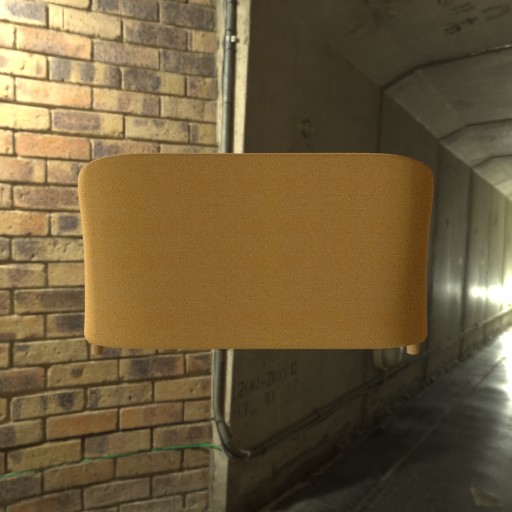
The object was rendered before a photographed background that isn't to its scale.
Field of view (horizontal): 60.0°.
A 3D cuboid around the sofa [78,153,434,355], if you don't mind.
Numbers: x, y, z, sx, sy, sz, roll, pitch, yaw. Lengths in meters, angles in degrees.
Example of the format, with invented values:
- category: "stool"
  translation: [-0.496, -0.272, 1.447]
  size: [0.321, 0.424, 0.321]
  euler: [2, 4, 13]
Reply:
- category: "sofa"
  translation: [0.000, 0.000, 1.849]
  size: [1.452, 0.721, 0.705]
  euler: [0, 1, 0]
